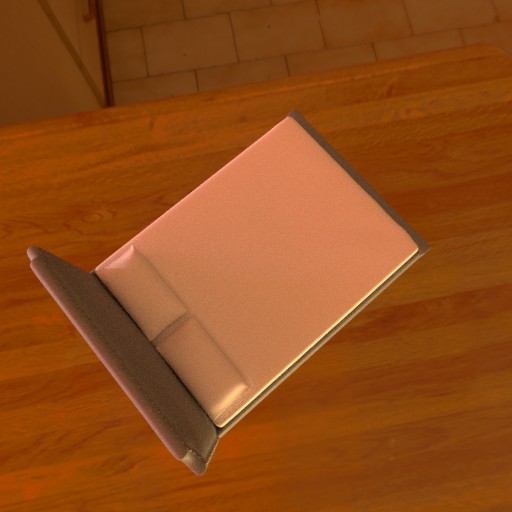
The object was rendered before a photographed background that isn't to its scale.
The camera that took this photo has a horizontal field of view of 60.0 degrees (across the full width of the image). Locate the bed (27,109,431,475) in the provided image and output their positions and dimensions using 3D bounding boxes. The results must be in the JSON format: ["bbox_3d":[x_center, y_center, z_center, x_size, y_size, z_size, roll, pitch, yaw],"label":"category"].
[{"bbox_3d":[0.000,0.000,3.349,2.372,1.443,1.712,-40,80,-9],"label":"bed"}]
